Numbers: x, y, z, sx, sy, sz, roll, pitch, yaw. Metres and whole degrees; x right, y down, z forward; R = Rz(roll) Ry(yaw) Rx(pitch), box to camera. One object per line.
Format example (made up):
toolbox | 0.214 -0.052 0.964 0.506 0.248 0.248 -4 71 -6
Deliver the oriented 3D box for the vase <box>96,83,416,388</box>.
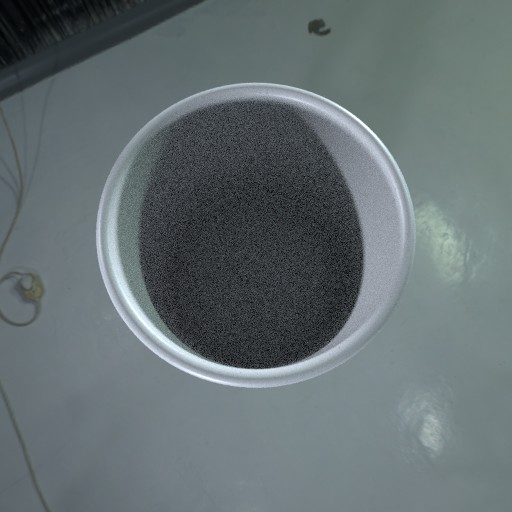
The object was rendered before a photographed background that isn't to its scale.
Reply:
vase | 0.000 0.000 0.249 0.137 0.127 0.137 0 76 0
